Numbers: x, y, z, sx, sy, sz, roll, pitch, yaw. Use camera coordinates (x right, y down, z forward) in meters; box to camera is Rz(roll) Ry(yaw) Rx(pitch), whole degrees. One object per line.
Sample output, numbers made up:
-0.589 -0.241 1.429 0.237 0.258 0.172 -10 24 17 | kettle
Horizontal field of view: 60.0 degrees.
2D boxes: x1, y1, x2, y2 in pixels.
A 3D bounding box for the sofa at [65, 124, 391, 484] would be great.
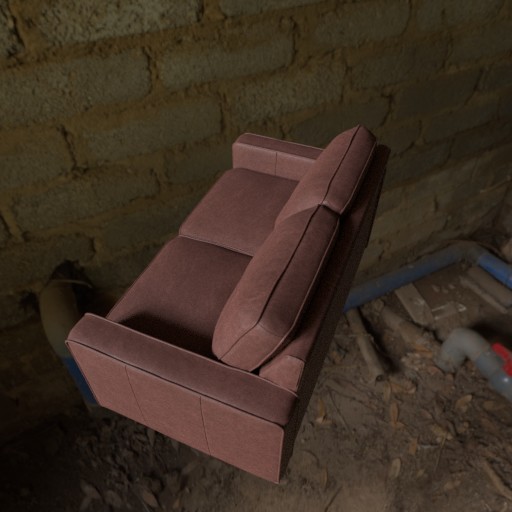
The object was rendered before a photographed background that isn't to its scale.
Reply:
0.000 0.000 2.233 0.947 0.918 1.709 17 48 16 | sofa
